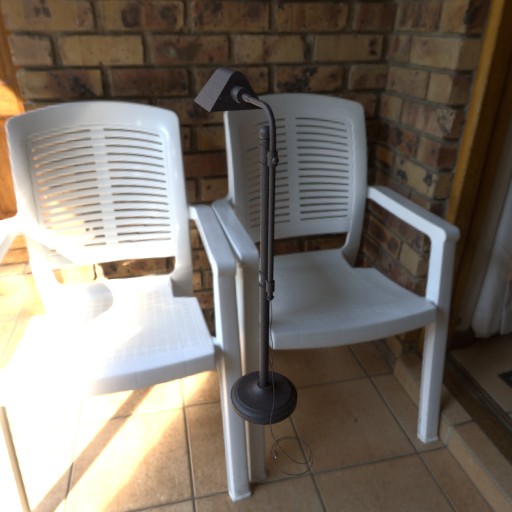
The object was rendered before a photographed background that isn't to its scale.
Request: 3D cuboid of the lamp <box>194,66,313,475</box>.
[{"bbox_3d":[0.000,0.000,0.942,0.159,0.708,0.545,-9,29,-16],"label":"lamp"}]
